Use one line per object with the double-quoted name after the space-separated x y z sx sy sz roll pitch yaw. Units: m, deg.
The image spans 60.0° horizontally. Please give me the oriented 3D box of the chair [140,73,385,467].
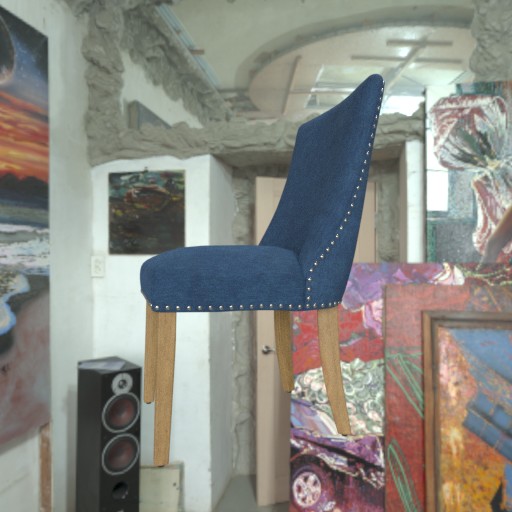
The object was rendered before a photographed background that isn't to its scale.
0.000 0.000 1.231 0.610 0.902 0.495 0 0 -17 "chair"
